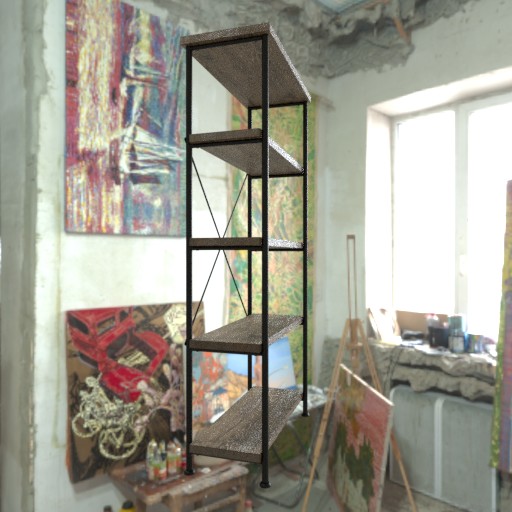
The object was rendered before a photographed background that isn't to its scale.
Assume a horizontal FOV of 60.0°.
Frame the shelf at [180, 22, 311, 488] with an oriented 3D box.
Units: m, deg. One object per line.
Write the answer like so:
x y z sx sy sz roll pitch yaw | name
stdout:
0.000 0.000 2.046 0.360 1.700 0.800 0 0 18 | shelf
